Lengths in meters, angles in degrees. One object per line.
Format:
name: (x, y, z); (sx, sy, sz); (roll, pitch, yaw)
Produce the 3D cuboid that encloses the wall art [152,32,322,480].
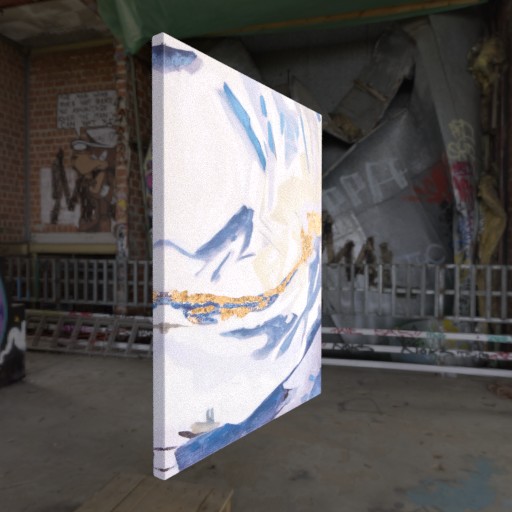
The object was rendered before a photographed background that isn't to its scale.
wall art: (0.000, 0.000, 1.319); (0.038, 1.015, 0.761); (1, 1, 36)
